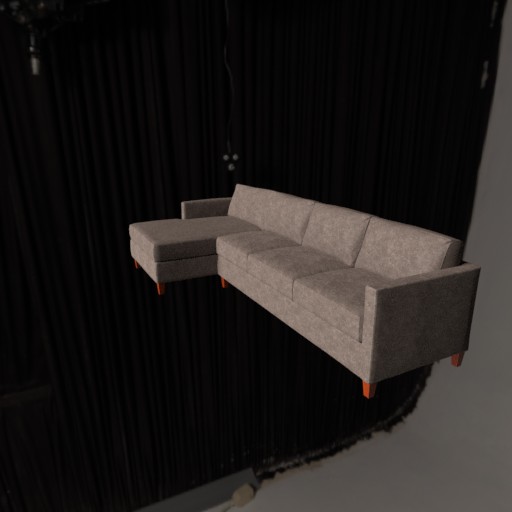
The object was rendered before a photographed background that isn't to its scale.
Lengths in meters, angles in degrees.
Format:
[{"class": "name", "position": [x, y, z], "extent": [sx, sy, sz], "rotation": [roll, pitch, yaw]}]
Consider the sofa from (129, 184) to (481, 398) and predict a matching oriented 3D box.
[{"class": "sofa", "position": [0.000, 0.000, 4.106], "extent": [1.606, 0.954, 3.471], "rotation": [-8, 18, -26]}]
